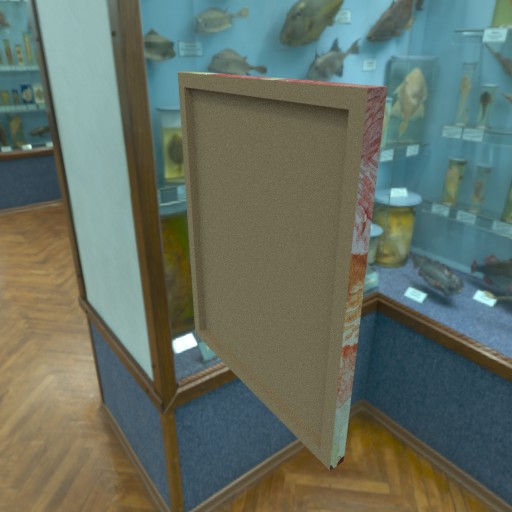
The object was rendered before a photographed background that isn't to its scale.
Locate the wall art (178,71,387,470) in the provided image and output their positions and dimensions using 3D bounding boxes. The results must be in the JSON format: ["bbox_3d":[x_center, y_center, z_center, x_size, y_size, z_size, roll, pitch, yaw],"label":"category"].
[{"bbox_3d":[0.000,0.000,0.679,0.028,0.508,0.406,-16,29,-31],"label":"wall art"}]
